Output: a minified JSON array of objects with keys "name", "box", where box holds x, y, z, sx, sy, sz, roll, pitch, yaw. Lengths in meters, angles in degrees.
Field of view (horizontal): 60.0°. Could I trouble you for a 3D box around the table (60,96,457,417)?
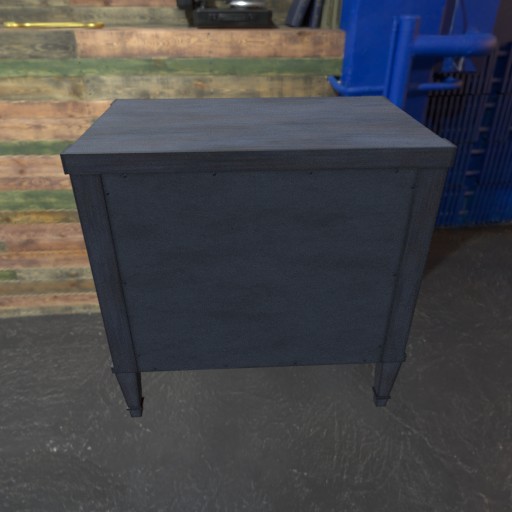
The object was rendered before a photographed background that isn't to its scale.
[{"name":"table","box":[0.000,0.000,1.080,0.660,0.660,0.413,-2,31,-3]}]
